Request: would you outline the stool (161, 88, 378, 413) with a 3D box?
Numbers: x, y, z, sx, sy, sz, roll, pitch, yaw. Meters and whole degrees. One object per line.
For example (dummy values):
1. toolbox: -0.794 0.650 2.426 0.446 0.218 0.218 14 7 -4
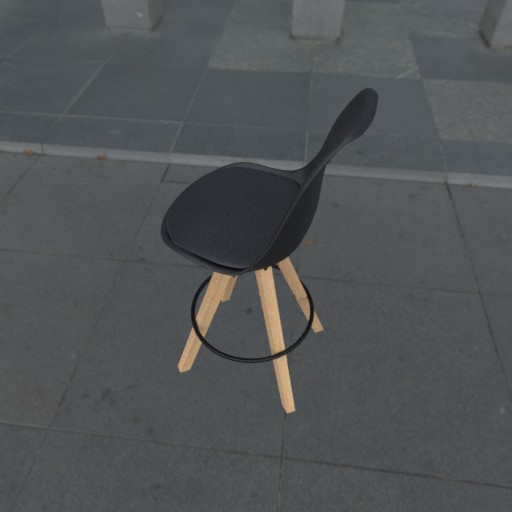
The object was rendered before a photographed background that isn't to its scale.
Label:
1. stool: 0.000 0.000 1.425 0.550 1.115 0.485 16 49 15
